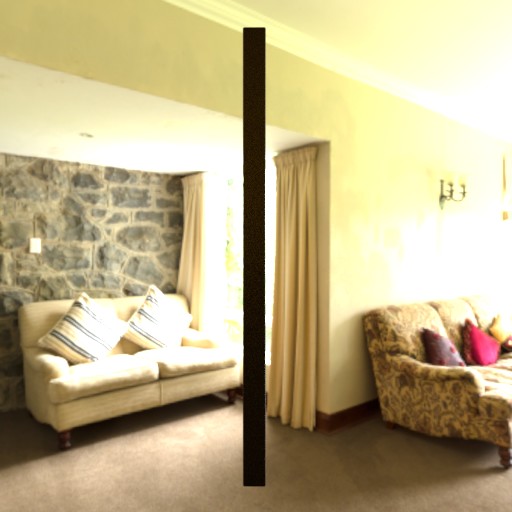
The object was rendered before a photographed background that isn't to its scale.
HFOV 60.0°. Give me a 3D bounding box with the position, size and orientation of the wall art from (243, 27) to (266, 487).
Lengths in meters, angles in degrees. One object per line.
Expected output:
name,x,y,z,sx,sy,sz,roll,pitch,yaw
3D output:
wall art,0.000,0.000,1.110,0.038,0.761,0.755,0,0,0
